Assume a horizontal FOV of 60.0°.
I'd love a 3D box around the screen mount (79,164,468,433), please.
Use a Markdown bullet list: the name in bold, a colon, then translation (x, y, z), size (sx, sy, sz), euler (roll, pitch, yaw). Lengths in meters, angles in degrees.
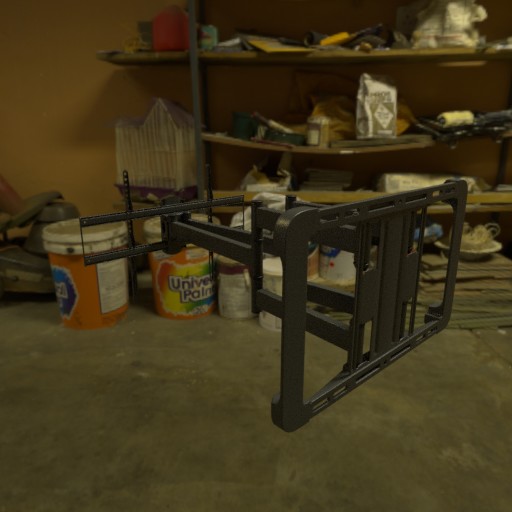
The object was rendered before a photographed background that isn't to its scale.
- **screen mount**: translation (0.000, 0.000, 1.334), size (0.725, 0.483, 0.905), euler (-15, 22, -41)
